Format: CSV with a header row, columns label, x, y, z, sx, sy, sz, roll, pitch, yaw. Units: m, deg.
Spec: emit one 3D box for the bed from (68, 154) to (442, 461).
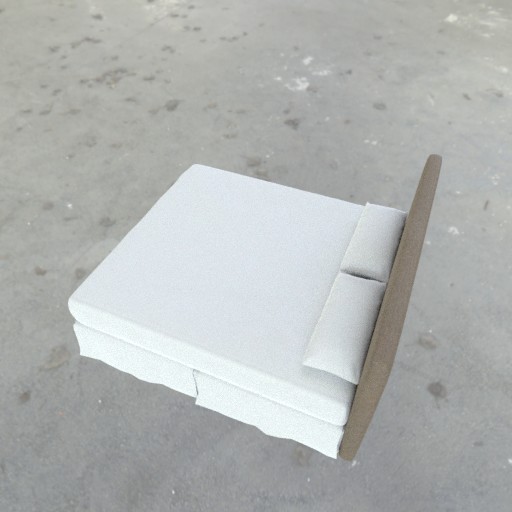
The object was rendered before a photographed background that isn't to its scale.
label,x,y,z,sx,sy,sz,roll,pitch,yaw
bed,0.000,0.000,3.572,2.341,1.317,2.119,17,48,16
